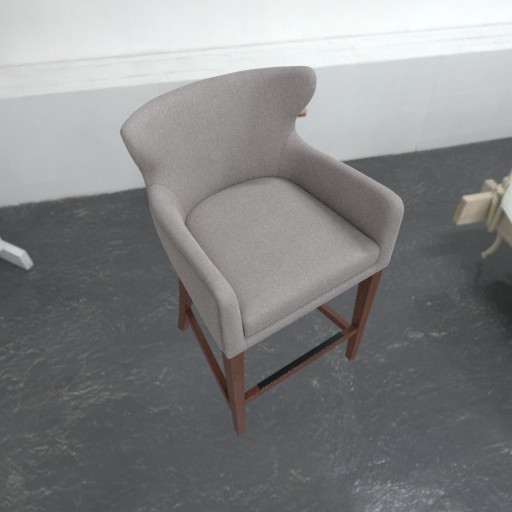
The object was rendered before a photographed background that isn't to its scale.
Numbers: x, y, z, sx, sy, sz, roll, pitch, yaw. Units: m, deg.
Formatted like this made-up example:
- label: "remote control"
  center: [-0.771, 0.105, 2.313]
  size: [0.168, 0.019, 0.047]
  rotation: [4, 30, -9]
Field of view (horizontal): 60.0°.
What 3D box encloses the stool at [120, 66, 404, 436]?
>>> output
- label: "stool"
  center: [0.000, 0.000, 1.382]
  size: [0.575, 0.951, 0.575]
  rotation: [-27, 53, -22]
